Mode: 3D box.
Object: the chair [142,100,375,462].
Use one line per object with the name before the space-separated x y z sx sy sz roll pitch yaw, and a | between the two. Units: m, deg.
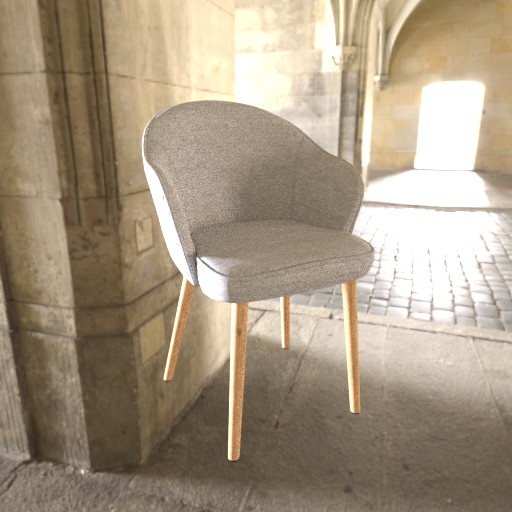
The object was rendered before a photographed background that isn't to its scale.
chair | 0.000 0.000 1.172 0.540 0.800 0.530 -9 18 -27
